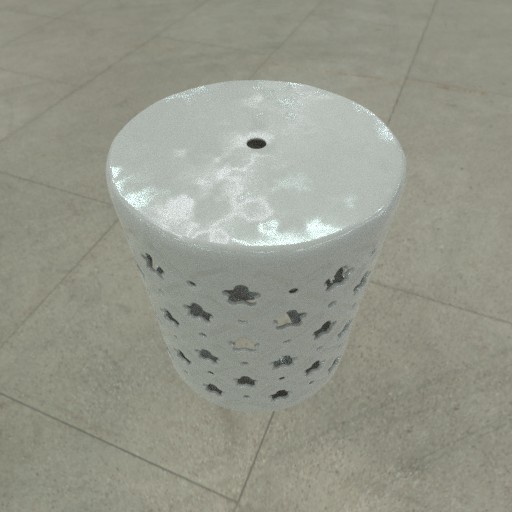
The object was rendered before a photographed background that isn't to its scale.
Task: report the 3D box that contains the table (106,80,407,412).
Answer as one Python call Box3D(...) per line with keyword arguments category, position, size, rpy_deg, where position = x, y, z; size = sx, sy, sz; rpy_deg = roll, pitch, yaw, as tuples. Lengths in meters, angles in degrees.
Box3D(category="table", position=(0.000, 0.000, 0.660), size=(0.352, 0.387, 0.352), rpy_deg=(0, 47, 0))
